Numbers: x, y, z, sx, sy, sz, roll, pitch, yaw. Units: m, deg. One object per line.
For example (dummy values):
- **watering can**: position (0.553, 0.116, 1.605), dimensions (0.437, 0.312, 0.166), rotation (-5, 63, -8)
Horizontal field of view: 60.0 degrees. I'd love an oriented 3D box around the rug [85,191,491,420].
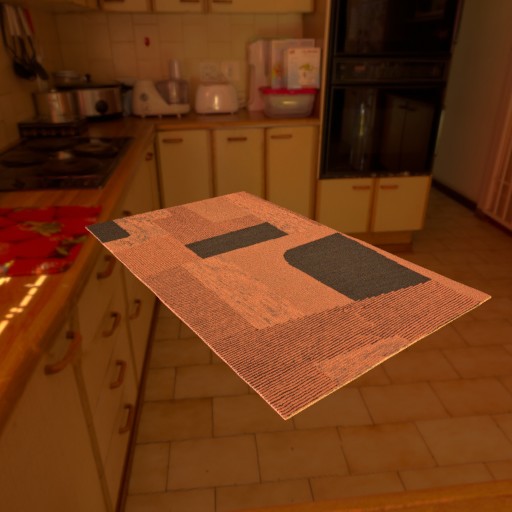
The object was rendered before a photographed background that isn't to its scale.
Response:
- **rug**: position (0.000, 0.000, 2.982), dimensions (1.521, 0.015, 2.436), rotation (-18, 31, -32)
